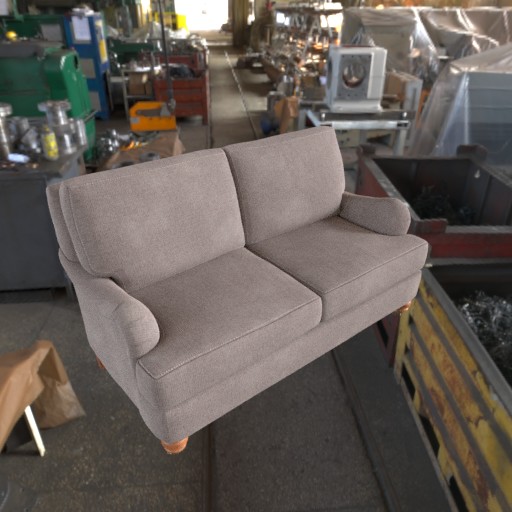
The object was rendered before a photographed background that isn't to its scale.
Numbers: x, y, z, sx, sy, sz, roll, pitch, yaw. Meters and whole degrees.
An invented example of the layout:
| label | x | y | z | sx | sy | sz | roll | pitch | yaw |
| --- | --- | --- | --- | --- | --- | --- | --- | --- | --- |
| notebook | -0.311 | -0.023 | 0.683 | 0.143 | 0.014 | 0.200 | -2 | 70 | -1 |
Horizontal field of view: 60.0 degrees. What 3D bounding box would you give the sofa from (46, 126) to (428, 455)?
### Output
| label | x | y | z | sx | sy | sz | roll | pitch | yaw |
| --- | --- | --- | --- | --- | --- | --- | --- | --- | --- |
| sofa | 0.000 | 0.000 | 2.466 | 1.853 | 1.101 | 1.084 | -21 | 36 | -33 |
